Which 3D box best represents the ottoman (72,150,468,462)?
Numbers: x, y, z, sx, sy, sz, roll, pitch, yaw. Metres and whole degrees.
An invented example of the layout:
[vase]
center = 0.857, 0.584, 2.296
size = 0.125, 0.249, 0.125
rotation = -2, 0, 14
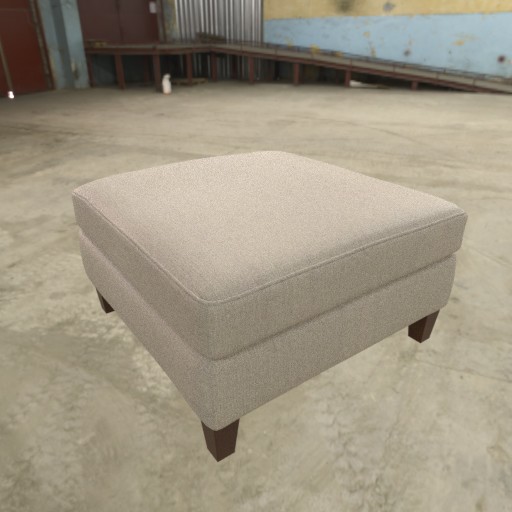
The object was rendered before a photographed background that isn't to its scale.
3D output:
[ottoman]
center = 0.000, 0.000, 1.340
size = 0.838, 0.481, 0.838
rotation = -18, 32, -32
